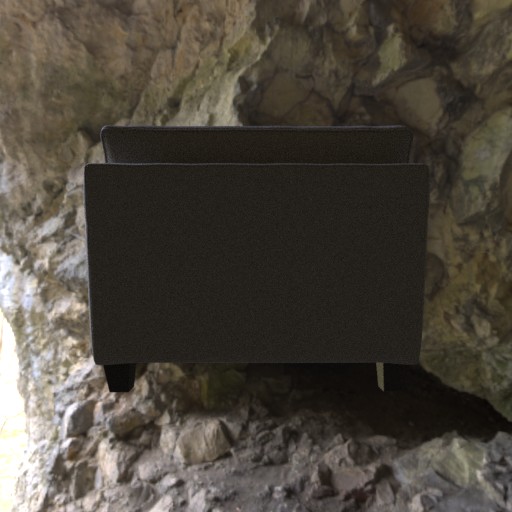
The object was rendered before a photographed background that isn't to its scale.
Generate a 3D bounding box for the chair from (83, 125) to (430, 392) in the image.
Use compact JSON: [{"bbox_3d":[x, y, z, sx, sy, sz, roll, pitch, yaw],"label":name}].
[{"bbox_3d":[0.000,0.000,2.015,1.220,1.016,1.040,0,-1,0],"label":"chair"}]
